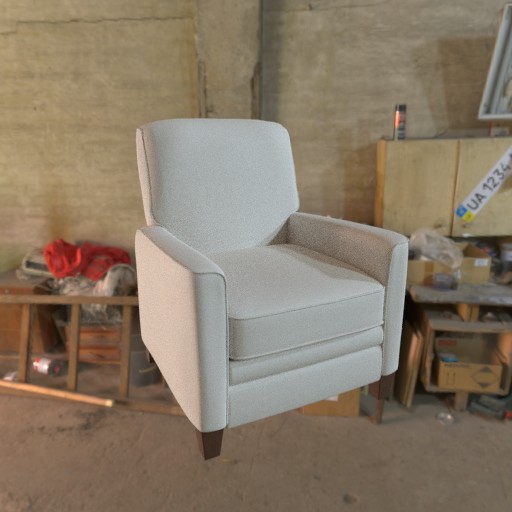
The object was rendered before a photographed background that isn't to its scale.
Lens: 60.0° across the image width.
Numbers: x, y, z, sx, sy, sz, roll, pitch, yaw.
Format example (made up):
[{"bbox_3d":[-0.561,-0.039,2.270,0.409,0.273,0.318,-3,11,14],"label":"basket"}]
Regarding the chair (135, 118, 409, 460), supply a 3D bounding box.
[{"bbox_3d":[0.000,0.000,1.712,0.841,1.028,0.858,-8,18,-26],"label":"chair"}]
